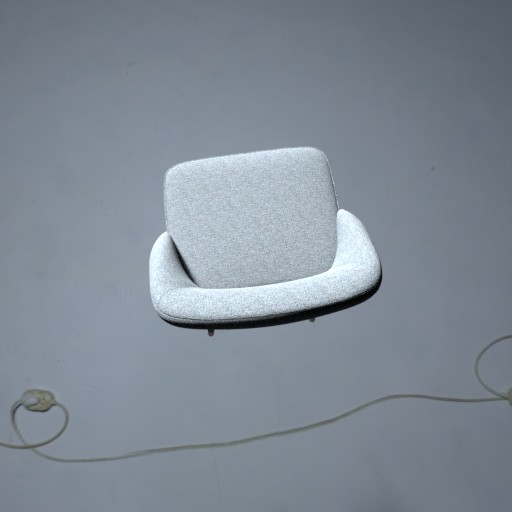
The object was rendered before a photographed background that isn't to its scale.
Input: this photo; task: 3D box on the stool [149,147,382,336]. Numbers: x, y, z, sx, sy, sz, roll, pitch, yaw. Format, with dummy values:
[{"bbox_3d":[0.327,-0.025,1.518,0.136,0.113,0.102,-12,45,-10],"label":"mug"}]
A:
[{"bbox_3d":[0.000,0.000,1.393,0.536,1.089,0.524,-8,76,-2],"label":"stool"}]
